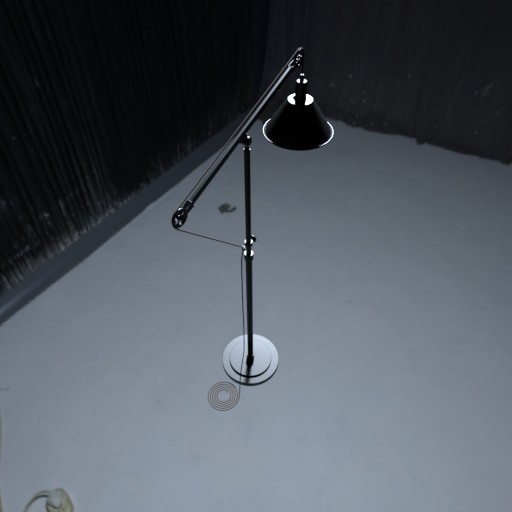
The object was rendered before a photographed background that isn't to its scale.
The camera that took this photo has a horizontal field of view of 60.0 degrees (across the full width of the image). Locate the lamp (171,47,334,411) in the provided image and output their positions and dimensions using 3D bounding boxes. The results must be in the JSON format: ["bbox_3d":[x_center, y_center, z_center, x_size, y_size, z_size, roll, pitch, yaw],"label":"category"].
[{"bbox_3d":[0.000,0.000,1.977,0.319,1.626,0.904,26,51,23],"label":"lamp"}]
